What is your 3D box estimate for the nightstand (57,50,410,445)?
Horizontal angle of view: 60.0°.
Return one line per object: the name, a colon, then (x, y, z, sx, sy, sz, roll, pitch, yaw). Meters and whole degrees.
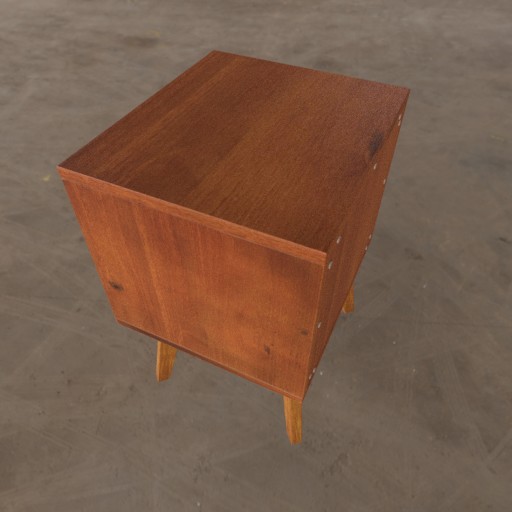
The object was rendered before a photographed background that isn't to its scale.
nightstand: (0.000, 0.000, 0.936, 0.411, 0.618, 0.460, 19, 49, 17)
